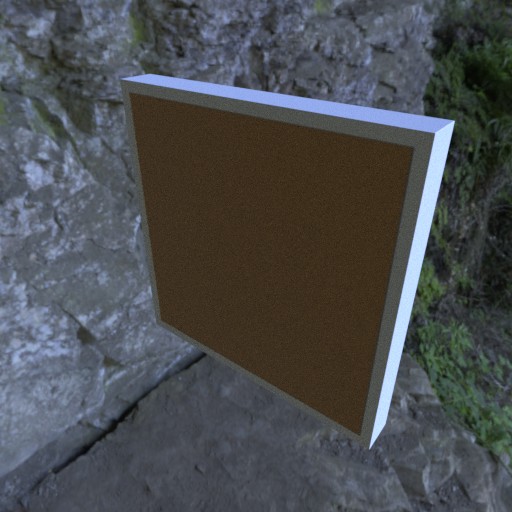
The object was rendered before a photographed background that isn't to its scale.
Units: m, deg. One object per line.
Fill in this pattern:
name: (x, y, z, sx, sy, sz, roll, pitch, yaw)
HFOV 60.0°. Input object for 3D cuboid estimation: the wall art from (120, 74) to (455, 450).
wall art: (0.000, 0.000, 0.440, 0.305, 0.305, 0.038, 22, 37, 32)
